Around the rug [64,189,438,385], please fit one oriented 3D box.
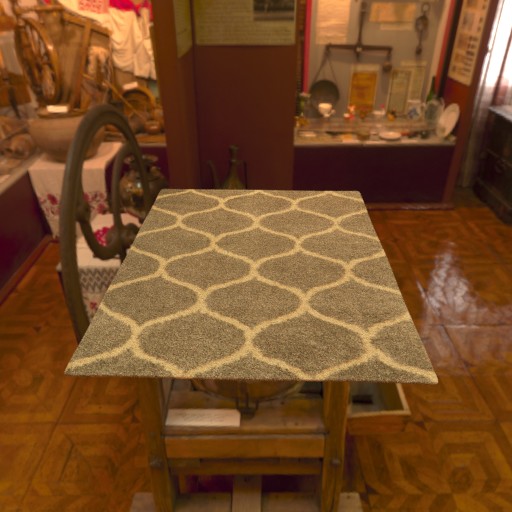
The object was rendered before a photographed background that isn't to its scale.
[{"bbox_3d":[0.000,0.000,4.088,2.399,0.026,3.000,1,32,1],"label":"rug"}]
